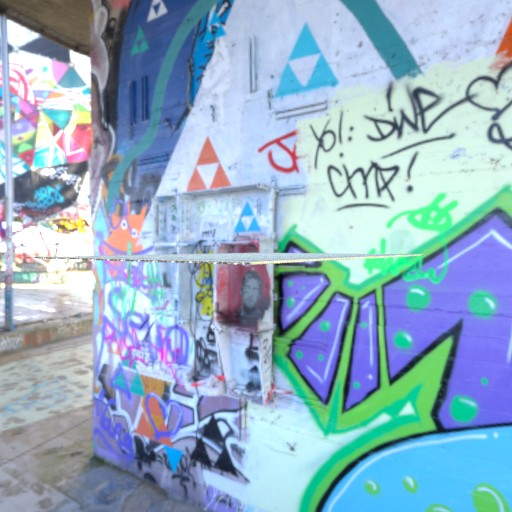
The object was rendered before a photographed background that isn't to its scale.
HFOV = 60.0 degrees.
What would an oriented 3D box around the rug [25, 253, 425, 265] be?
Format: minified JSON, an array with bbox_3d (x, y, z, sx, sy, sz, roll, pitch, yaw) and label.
[{"bbox_3d":[0.000,0.000,2.323,1.247,0.008,1.802,1,1,36],"label":"rug"}]
